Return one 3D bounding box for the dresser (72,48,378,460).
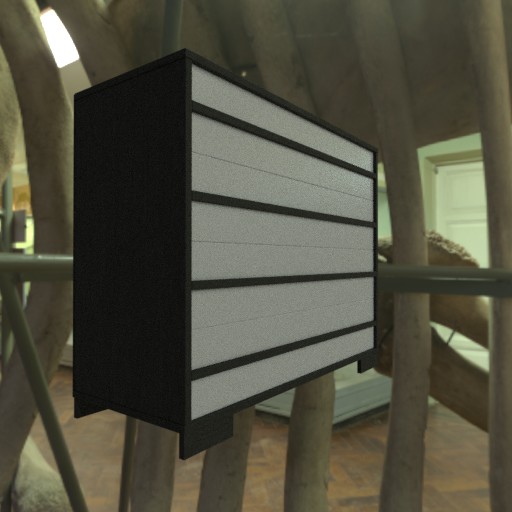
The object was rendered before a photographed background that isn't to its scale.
[{"bbox_3d":[0.000,0.000,1.391,0.404,0.816,0.994,0,-1,37],"label":"dresser"}]
